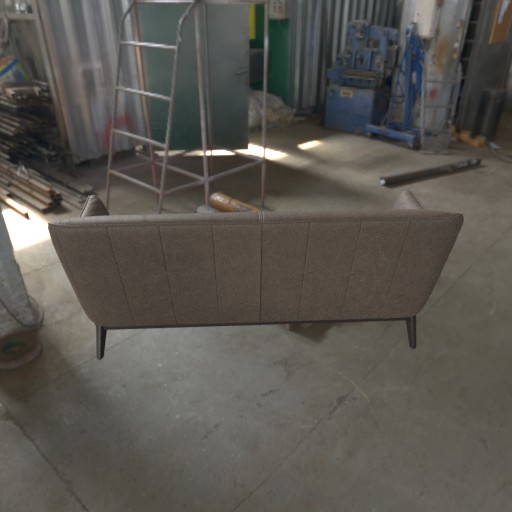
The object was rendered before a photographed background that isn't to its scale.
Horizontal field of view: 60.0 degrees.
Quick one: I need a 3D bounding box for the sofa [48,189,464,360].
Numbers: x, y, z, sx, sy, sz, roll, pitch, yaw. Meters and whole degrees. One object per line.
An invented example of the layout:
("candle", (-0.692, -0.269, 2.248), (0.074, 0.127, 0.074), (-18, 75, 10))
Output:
("sofa", (0.000, 0.000, 2.392), (1.928, 0.831, 0.869), (-1, 30, -3))
